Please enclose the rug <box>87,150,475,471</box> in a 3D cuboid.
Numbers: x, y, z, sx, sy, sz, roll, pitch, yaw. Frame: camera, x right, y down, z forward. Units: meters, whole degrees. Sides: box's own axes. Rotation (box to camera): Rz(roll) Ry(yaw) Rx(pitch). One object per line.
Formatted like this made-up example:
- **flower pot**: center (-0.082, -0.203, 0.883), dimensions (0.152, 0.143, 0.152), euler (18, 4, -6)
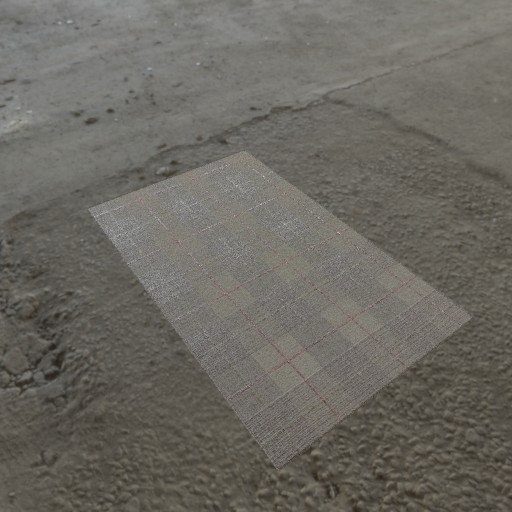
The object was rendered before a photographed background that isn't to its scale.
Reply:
- **rug**: center (0.000, 0.000, 3.104), dimensions (1.549, 0.010, 2.464), euler (-27, 50, -25)
